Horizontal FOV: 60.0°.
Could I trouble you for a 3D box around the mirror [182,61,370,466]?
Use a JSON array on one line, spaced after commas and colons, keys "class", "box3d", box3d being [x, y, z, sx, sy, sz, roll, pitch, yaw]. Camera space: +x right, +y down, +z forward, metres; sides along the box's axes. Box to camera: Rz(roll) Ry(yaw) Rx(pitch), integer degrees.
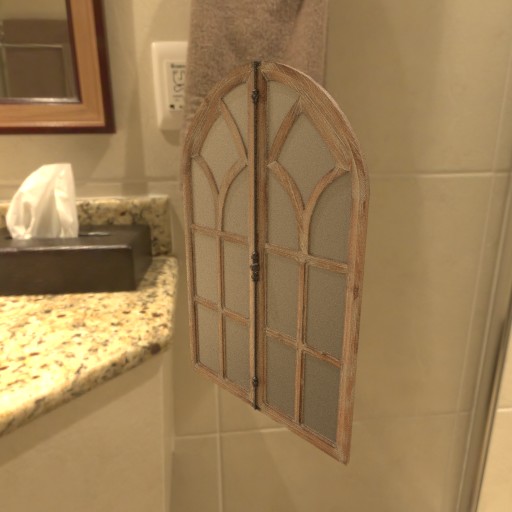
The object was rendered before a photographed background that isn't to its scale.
[{"class": "mirror", "box3d": [0.000, 0.000, 1.129, 0.032, 0.915, 0.609, -16, 23, -42]}]
